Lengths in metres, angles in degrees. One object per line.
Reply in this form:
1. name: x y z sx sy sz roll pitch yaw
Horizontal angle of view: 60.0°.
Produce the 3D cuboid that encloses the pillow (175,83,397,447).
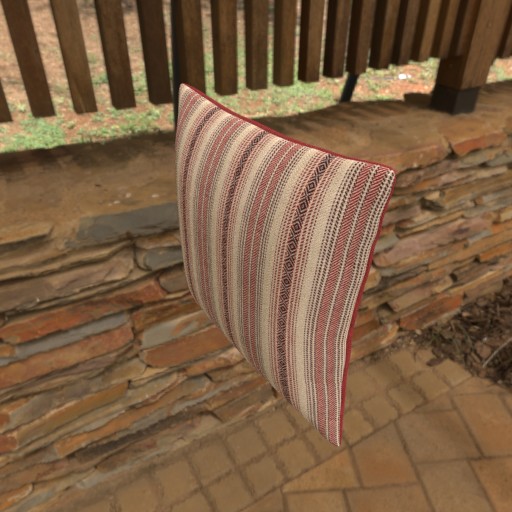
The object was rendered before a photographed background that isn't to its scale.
1. pillow: 0.000 0.000 0.787 0.166 0.497 0.513 -21 39 -28
